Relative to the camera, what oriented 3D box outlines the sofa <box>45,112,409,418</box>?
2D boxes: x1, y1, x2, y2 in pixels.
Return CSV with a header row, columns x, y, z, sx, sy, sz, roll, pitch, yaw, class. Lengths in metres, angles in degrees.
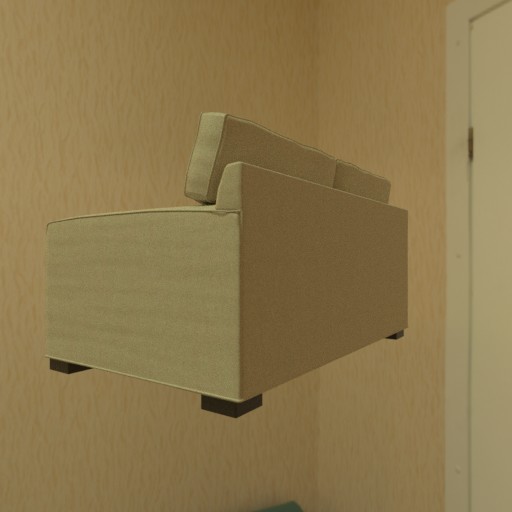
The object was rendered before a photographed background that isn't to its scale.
x,y,z,sx,sy,sz,roll,pitch,yaw,class
0.000,0.000,2.014,0.942,0.853,1.484,0,0,35,sofa
